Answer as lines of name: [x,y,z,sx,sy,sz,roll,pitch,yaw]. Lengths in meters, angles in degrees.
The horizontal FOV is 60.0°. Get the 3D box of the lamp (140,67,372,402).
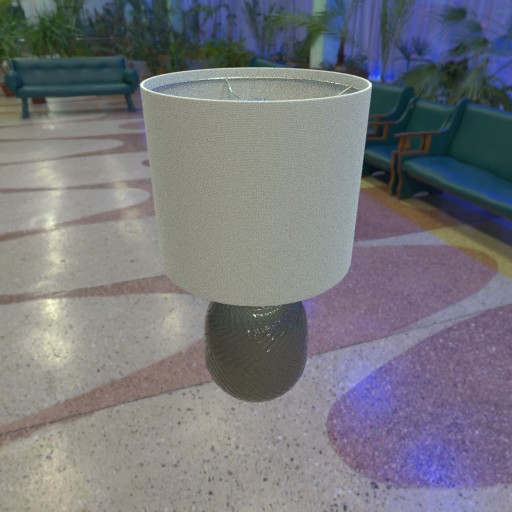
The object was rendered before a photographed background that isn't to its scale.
lamp: [0.000,0.000,0.493,0.207,0.366,0.207,-10,31,-17]
